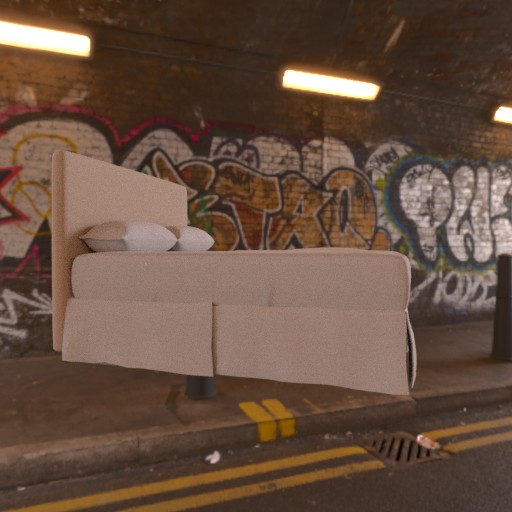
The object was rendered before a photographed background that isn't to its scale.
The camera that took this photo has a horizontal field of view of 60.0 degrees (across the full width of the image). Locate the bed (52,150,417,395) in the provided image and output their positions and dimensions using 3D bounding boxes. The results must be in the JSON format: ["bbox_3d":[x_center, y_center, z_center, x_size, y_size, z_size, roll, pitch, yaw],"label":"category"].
[{"bbox_3d":[0.000,0.000,3.195,2.142,1.330,1.748,0,1,18],"label":"bed"}]
